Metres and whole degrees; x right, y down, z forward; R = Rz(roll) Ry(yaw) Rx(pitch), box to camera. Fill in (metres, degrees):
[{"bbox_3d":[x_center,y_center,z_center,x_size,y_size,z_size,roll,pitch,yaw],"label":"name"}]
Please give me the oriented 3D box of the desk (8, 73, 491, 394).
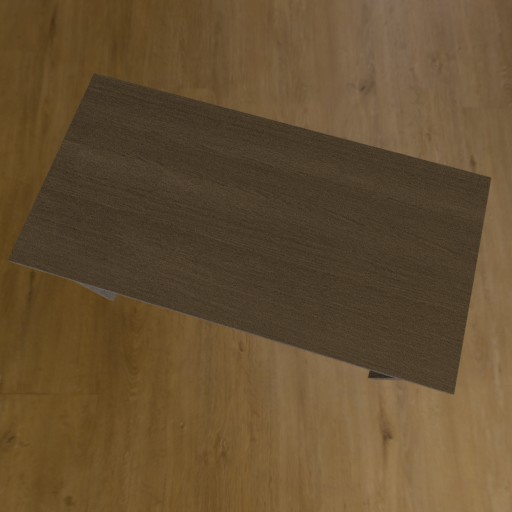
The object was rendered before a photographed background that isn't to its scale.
[{"bbox_3d":[0.000,0.000,1.463,1.099,0.729,0.557,16,75,4],"label":"desk"}]
